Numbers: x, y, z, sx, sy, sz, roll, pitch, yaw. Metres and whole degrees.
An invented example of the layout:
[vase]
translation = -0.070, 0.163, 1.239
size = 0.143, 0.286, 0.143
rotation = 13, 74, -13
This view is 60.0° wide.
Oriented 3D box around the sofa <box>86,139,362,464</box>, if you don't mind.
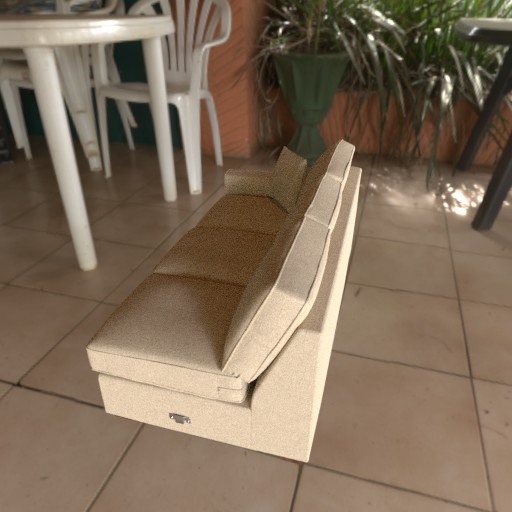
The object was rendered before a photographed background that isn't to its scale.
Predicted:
[sofa]
translation = 0.000, 0.000, 2.602
size = 1.034, 0.946, 1.962
rotation = 8, 31, 14
